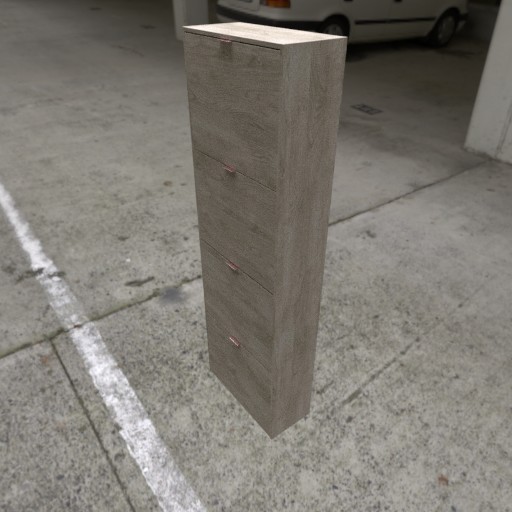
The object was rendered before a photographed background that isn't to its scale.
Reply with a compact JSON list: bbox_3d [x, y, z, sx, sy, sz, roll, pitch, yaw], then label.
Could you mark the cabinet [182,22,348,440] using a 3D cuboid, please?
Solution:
[{"bbox_3d":[0.000,0.000,1.794,0.250,1.630,0.520,-22,39,-31],"label":"cabinet"}]
